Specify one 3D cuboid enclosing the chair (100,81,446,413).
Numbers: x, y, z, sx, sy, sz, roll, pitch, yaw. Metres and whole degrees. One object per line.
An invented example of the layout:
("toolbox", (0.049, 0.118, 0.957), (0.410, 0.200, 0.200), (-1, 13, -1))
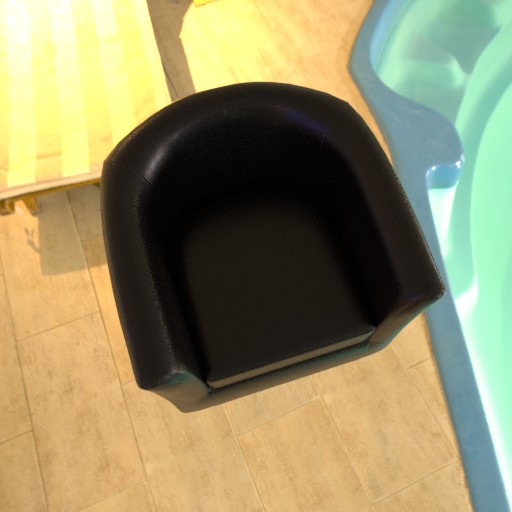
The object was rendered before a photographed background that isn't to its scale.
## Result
("chair", (0.000, 0.000, 1.400), (0.793, 0.756, 0.727), (-16, 64, -8))
